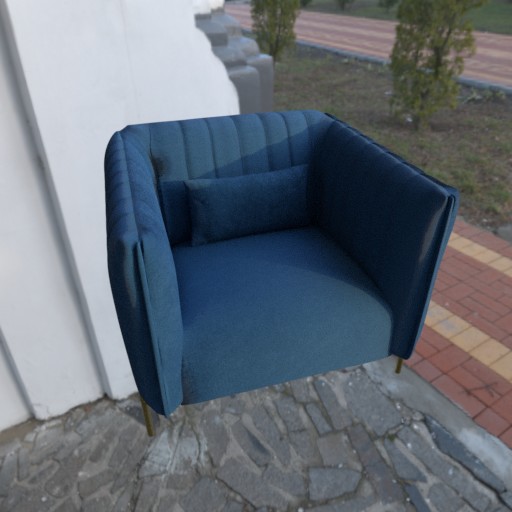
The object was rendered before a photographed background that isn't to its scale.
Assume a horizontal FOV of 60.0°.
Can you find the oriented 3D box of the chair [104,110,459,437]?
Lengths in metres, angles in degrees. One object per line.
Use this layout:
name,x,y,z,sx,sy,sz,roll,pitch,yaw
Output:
chair,0.000,0.000,1.577,0.947,0.793,0.877,-9,34,-14
